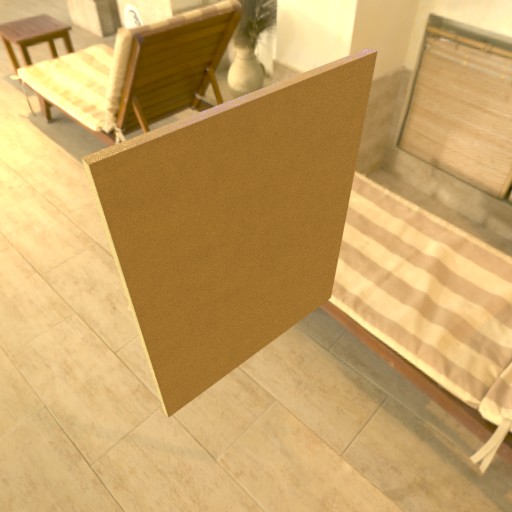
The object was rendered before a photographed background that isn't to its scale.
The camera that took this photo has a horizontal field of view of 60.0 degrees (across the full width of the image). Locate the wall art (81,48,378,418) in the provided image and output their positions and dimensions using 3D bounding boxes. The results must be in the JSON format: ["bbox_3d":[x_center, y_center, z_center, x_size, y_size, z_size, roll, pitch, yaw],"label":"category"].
[{"bbox_3d":[0.000,0.000,1.325,0.798,1.002,0.030,-31,53,-27],"label":"wall art"}]
